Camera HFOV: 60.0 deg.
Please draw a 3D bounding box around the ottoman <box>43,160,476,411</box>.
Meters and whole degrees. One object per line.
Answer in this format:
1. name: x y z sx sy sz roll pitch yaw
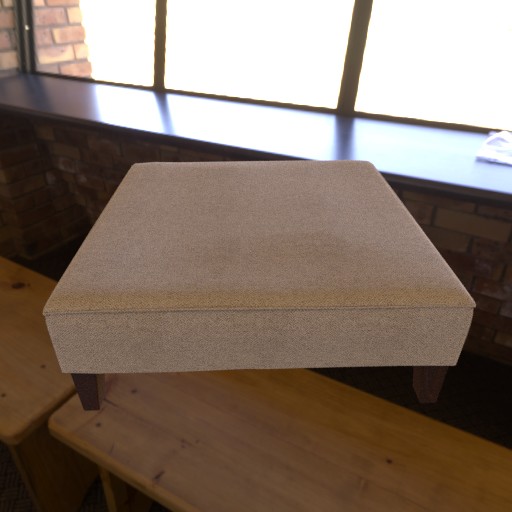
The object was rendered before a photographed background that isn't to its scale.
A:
1. ottoman: 0.000 0.000 1.468 0.982 0.381 0.973 -1 31 -1
